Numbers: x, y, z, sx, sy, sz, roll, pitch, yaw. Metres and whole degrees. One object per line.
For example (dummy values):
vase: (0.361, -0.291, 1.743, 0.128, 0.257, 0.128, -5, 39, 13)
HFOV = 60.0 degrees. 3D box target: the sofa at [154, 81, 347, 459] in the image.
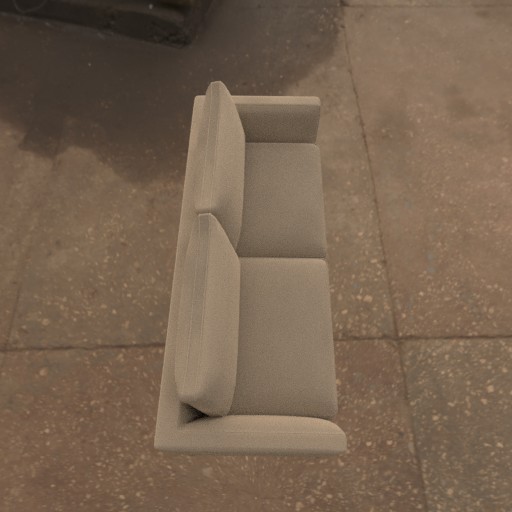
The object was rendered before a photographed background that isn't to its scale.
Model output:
sofa: (0.000, 0.000, 2.672, 0.868, 1.005, 2.214, 1, 61, 0)
